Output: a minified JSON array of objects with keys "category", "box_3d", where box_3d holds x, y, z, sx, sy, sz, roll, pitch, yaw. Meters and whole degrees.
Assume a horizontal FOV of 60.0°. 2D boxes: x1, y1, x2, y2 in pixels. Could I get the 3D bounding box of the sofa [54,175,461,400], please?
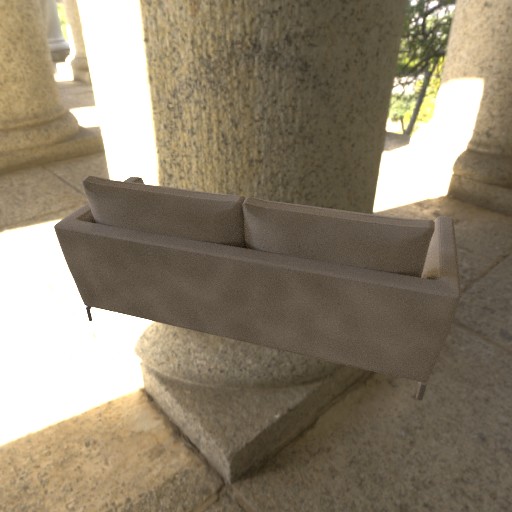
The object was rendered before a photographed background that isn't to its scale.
[{"category":"sofa","box_3d":[0.000,0.000,2.731,2.214,1.005,0.868,10,32,16]}]
